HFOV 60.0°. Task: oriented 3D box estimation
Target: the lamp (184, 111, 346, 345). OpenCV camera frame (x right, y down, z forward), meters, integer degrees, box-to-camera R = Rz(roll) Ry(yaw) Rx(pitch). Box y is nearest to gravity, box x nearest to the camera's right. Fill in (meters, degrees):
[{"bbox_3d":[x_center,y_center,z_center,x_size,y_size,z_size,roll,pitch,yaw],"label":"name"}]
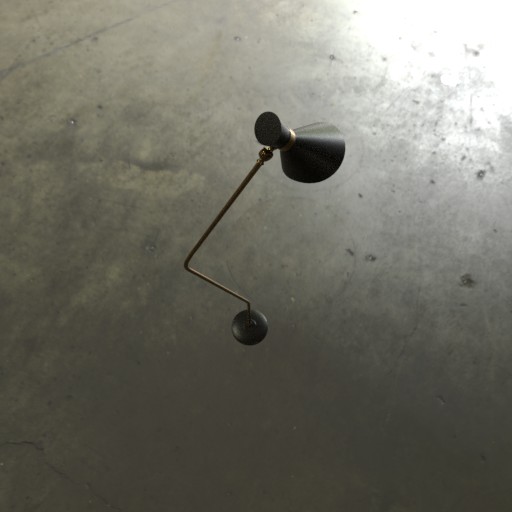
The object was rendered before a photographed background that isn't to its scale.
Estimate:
[{"bbox_3d":[0.000,0.000,1.655,0.467,1.438,0.277,2,63,1],"label":"lamp"}]
